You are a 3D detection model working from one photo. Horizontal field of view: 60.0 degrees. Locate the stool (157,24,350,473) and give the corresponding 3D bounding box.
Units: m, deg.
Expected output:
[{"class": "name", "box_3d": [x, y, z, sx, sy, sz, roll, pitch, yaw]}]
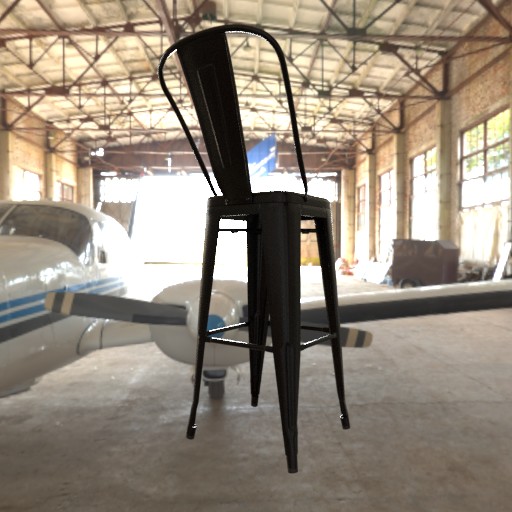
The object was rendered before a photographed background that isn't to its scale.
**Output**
[{"class": "stool", "box_3d": [0.000, 0.000, 1.292, 0.399, 1.096, 0.513, 1, 1, 35]}]
